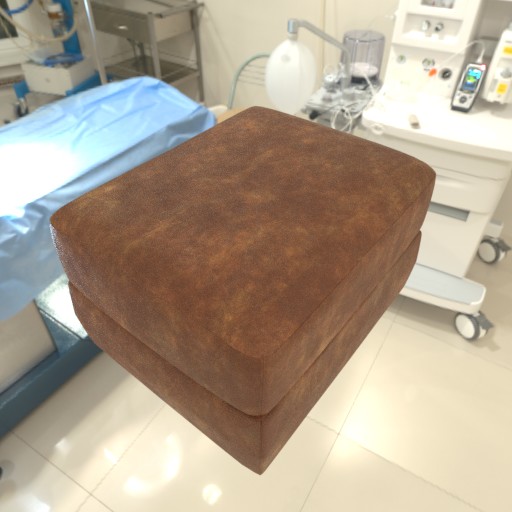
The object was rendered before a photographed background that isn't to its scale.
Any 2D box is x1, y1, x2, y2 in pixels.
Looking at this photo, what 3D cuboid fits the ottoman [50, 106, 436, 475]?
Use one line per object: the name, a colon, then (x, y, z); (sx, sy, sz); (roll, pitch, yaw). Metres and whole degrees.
ottoman: (0.000, 0.000, 1.121); (0.603, 0.476, 0.751); (28, 49, 27)
